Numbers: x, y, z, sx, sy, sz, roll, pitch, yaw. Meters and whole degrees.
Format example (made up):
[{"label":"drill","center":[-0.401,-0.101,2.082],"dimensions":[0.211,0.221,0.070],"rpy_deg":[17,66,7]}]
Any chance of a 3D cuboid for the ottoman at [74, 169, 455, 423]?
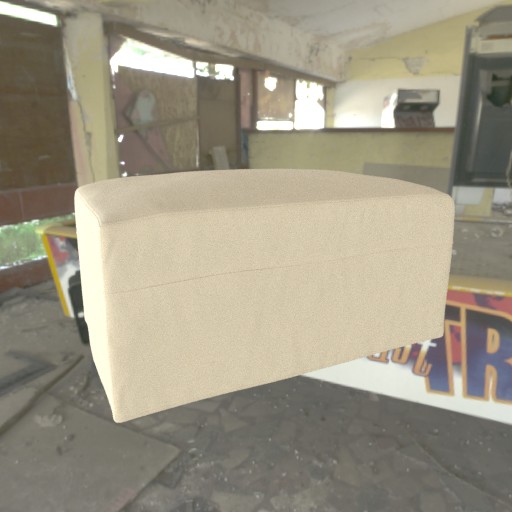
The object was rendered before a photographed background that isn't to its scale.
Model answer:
[{"label":"ottoman","center":[0.000,0.000,1.194],"dimensions":[0.872,0.444,0.590],"rpy_deg":[-7,17,-25]}]
